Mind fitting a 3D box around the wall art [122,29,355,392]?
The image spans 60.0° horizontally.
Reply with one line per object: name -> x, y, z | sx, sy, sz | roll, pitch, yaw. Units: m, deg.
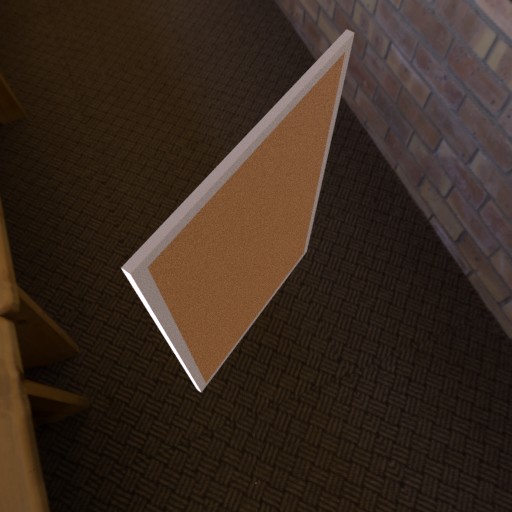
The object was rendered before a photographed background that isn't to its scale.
wall art -> 0.000, 0.000, 0.827 | 0.013, 0.656, 0.456 | 32, 67, 15
